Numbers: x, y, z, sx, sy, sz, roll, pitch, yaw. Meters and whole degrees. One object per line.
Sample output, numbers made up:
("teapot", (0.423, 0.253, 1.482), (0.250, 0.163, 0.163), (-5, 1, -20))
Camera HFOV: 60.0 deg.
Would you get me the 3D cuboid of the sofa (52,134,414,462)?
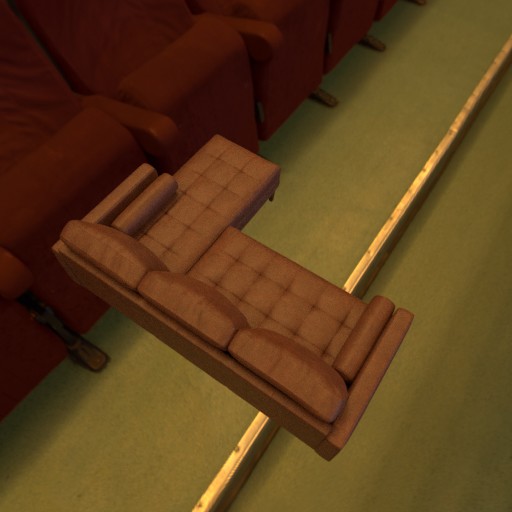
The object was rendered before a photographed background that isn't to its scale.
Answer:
("sofa", (0.000, 0.000, 3.053), (2.185, 0.841, 1.613), (30, 64, 17))
